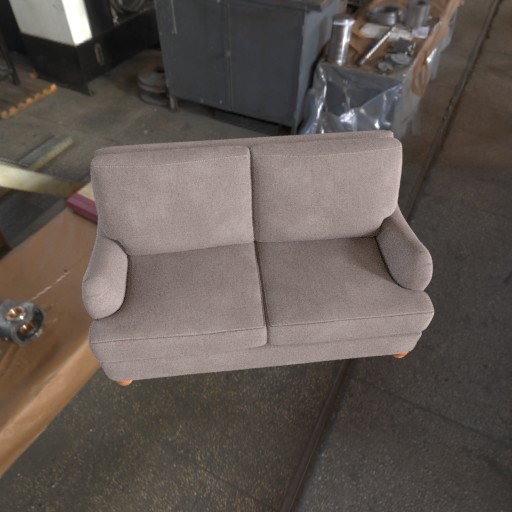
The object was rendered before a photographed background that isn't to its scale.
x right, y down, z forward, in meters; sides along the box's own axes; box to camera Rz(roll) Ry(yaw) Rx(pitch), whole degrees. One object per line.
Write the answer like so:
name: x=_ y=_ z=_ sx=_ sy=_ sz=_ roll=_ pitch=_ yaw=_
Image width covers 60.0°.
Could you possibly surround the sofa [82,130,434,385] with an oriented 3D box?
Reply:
sofa: x=0.000 y=0.000 z=2.612 sx=1.853 sy=1.101 sz=1.084 roll=-5 pitch=47 yaw=-4
